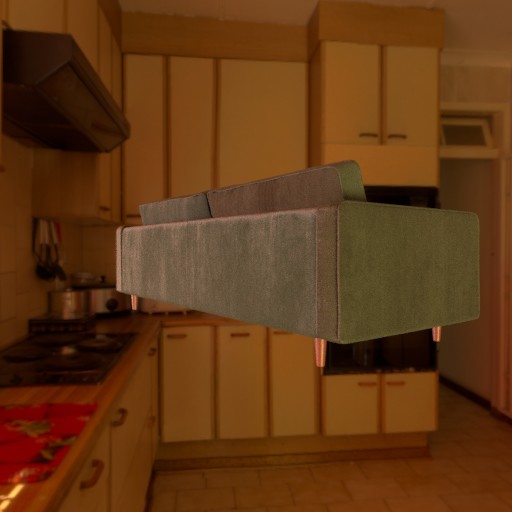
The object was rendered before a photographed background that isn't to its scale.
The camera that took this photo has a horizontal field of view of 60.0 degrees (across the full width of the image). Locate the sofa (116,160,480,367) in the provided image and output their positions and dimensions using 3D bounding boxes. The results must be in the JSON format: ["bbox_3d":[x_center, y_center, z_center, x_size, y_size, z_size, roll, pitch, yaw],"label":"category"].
[{"bbox_3d":[0.000,0.000,2.585,0.918,0.769,2.199,-1,1,-36],"label":"sofa"}]
